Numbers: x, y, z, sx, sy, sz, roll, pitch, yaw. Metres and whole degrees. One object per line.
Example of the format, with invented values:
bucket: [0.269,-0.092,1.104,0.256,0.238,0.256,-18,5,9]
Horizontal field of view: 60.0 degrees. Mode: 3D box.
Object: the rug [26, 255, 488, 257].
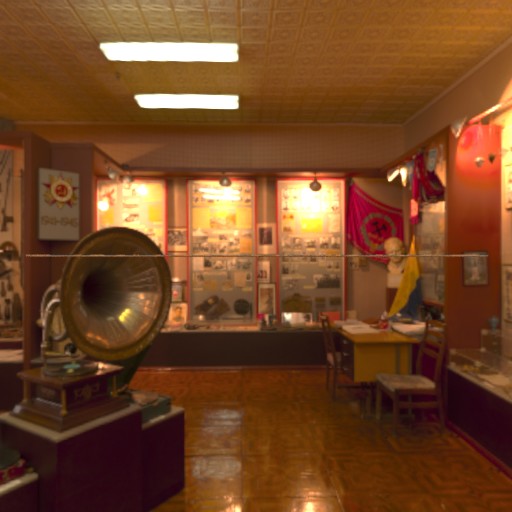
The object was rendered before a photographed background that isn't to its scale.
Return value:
rug: [0.000,0.000,2.716,2.446,0.011,0.768,0,0,0]
